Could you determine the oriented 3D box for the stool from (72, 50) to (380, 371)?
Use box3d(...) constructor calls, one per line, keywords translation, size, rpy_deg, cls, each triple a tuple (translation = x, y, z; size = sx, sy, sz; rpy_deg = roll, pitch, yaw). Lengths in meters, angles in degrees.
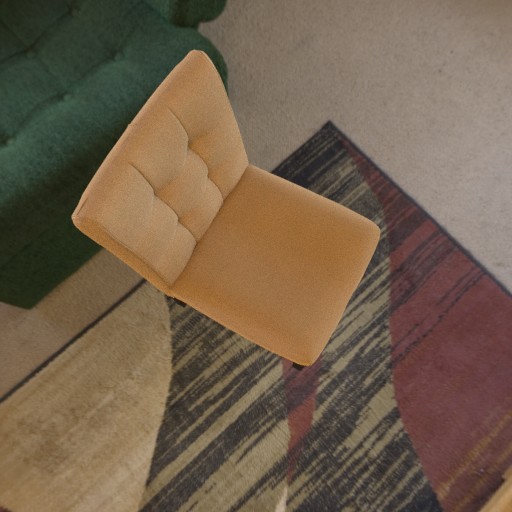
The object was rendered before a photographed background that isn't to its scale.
box3d(translation=(0.000, 0.000, 1.211), size=(0.571, 0.885, 0.427), rpy_deg=(29, 77, 8), cls="stool")
